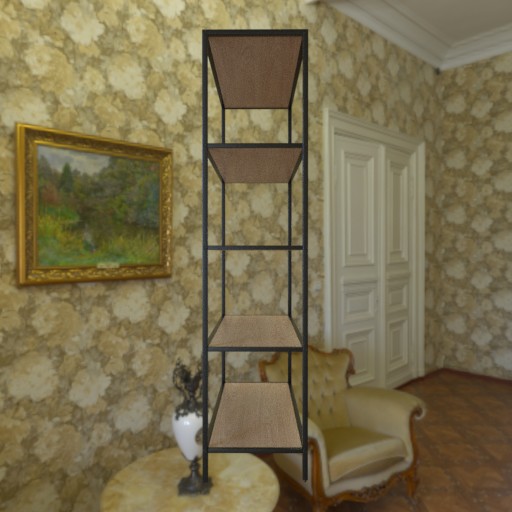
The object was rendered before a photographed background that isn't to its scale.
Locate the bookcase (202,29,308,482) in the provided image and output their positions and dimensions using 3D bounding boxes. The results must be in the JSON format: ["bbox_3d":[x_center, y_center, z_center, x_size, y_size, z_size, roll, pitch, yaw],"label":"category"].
[{"bbox_3d":[0.000,0.000,1.849,0.350,1.500,0.770,0,0,0],"label":"bookcase"}]
